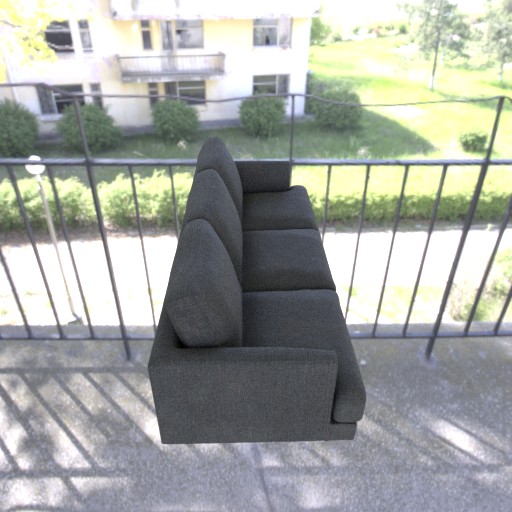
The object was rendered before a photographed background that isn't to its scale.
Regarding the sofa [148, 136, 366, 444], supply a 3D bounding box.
[{"bbox_3d":[0.000,0.000,2.769,0.903,0.930,2.246,-1,33,-1],"label":"sofa"}]
